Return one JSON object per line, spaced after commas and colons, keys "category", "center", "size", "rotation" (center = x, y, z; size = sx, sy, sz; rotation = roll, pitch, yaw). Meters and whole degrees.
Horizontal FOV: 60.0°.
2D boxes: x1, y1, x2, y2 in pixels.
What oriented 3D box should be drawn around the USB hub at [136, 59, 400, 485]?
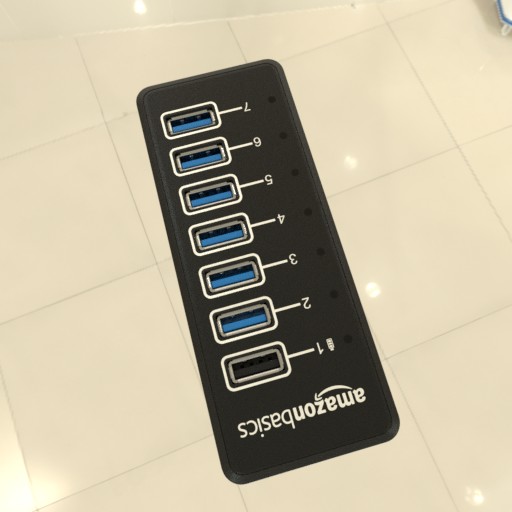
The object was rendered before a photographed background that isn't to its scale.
{"category": "USB hub", "center": [0.000, 0.000, 0.128], "size": [0.044, 0.023, 0.110], "rotation": [-15, 76, -4]}
